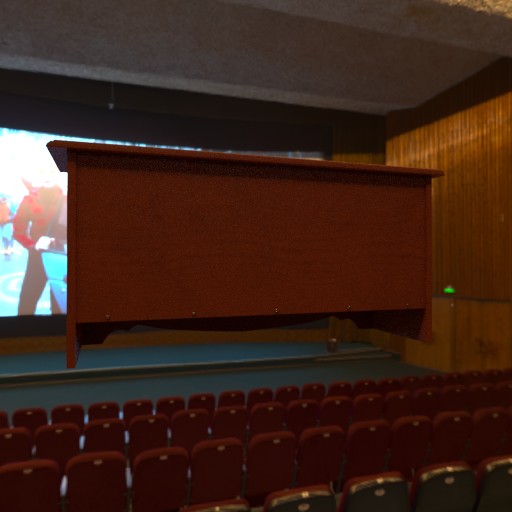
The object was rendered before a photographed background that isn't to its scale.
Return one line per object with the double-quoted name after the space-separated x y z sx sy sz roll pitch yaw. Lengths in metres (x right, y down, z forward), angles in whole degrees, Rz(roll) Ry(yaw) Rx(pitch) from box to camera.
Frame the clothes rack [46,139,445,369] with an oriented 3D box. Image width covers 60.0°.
0.000 0.000 1.497 1.251 0.594 0.362 0 0 -18 "clothes rack"
